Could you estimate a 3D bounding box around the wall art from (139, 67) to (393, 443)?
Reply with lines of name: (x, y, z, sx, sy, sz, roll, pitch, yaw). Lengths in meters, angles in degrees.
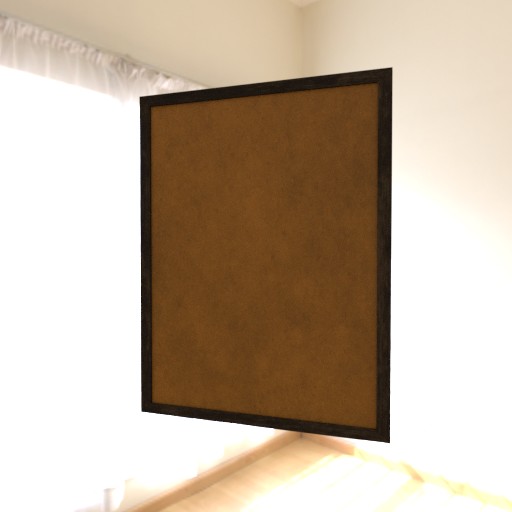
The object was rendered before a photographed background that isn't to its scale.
wall art: (0.000, 0.000, 1.390, 0.812, 1.066, 0.029, 0, 1, 17)
